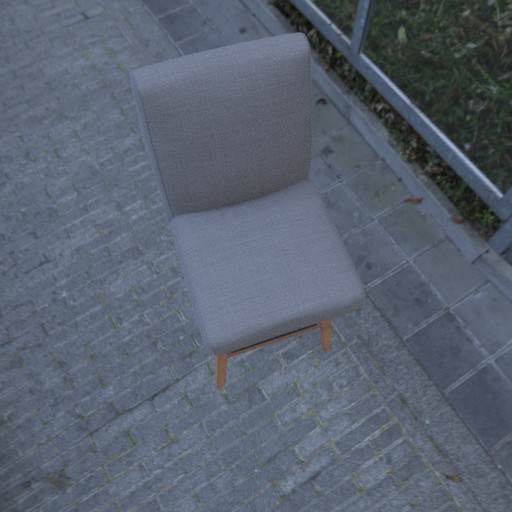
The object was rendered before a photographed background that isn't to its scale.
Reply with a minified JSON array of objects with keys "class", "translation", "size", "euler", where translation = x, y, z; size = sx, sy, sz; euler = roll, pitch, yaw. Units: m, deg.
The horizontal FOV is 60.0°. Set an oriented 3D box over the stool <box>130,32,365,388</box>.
[{"class":"stool","translation":[0.000,0.000,1.381],"size":[0.483,1.112,0.570],"euler":[-17,65,-8]}]
